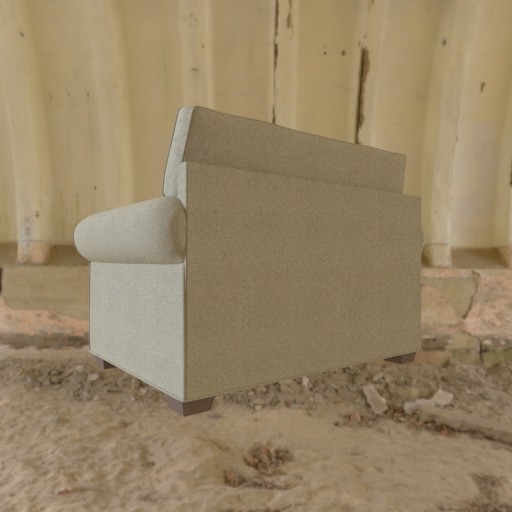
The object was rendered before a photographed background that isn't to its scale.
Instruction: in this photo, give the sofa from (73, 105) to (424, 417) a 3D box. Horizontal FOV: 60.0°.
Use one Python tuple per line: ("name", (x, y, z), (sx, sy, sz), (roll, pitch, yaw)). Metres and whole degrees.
("sofa", (0.000, 0.000, 2.061), (1.405, 0.991, 0.936), (0, 0, -37))
